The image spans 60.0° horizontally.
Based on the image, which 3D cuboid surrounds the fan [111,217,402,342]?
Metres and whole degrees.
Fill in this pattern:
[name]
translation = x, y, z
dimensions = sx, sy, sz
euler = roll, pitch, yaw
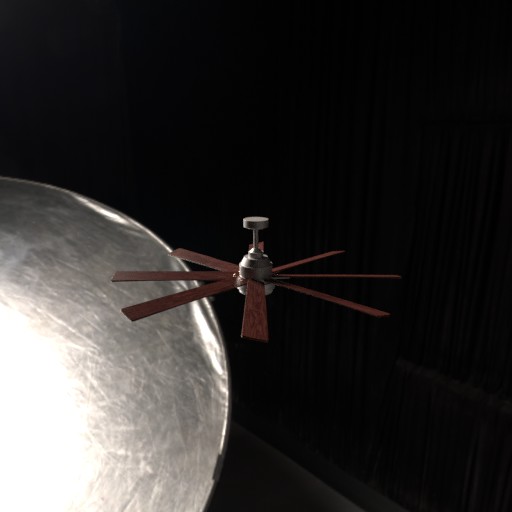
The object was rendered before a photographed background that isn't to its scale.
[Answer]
[fan]
translation = 0.000, 0.000, 2.800
dimensions = 1.830, 0.472, 1.830
euler = -14, 20, -43
